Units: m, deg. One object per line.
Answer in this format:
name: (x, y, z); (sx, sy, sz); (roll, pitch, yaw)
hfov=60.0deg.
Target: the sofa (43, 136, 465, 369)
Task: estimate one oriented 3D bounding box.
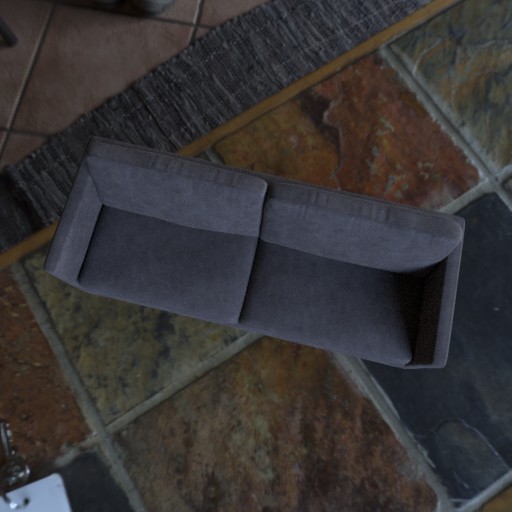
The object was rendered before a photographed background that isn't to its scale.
sofa: (0.000, 0.000, 2.926); (2.434, 0.965, 0.951); (13, 76, 3)
